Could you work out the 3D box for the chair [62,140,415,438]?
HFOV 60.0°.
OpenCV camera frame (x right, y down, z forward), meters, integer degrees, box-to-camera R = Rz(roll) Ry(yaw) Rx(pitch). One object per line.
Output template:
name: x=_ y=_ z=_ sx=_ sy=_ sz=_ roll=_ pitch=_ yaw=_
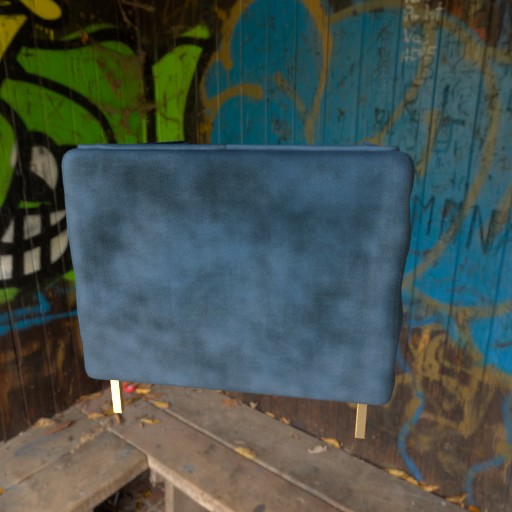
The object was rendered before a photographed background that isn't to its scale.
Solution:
chair: x=0.000 y=0.000 z=1.512 sx=0.868 sy=0.771 sz=0.877 roll=3 pitch=17 yaw=9
